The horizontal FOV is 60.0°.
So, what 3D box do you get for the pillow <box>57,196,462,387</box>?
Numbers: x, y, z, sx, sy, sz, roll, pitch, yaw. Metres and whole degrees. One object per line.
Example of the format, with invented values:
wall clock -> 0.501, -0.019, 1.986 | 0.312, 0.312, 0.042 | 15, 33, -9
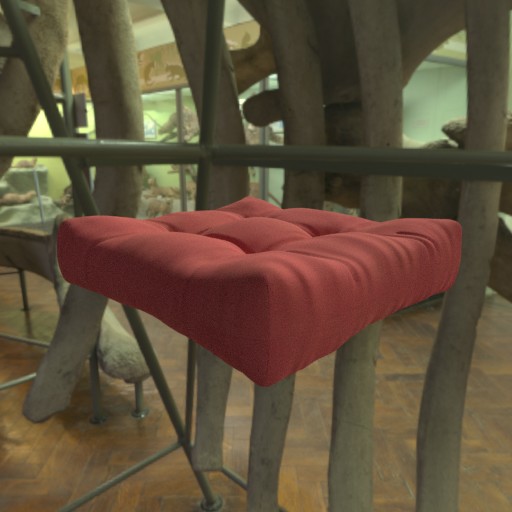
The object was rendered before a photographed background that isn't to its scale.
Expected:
pillow -> 0.000, 0.000, 0.714 | 0.490, 0.128, 0.468 | 13, 19, 43
